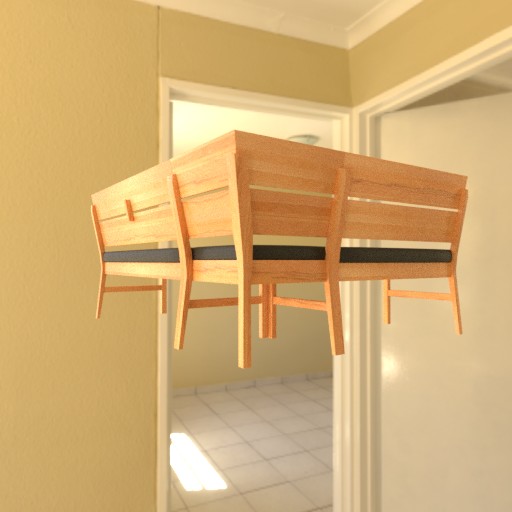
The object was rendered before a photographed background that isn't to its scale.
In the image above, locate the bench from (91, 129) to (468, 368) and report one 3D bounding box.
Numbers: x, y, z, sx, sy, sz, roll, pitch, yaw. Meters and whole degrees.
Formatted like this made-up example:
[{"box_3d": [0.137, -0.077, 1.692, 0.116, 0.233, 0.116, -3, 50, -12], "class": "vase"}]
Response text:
[{"box_3d": [0.000, 0.000, 2.839, 1.548, 0.890, 1.948, 0, -1, -35], "class": "bench"}]
